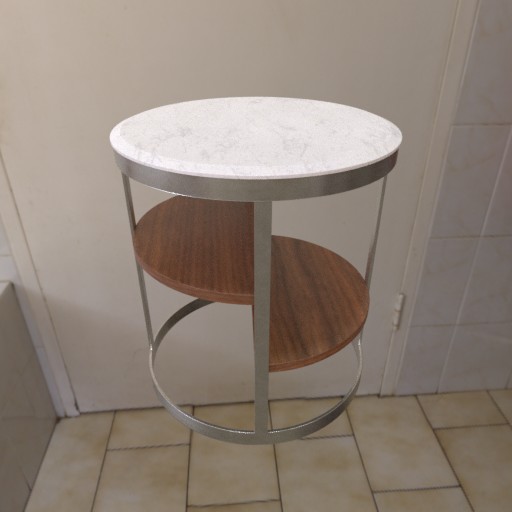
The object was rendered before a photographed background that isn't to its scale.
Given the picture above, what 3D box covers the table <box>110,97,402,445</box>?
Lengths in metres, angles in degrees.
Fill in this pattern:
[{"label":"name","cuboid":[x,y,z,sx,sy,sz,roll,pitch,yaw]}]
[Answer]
[{"label":"table","cuboid":[0.000,0.000,0.751,0.407,0.447,0.407,0,30,0]}]
